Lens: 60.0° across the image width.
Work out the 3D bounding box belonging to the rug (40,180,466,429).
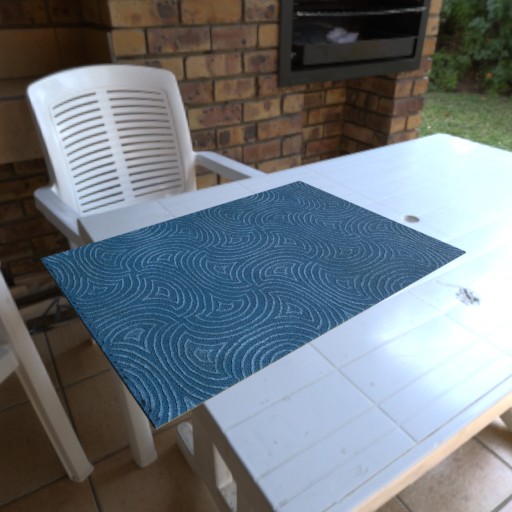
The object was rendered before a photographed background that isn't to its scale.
[{"bbox_3d":[0.000,0.000,2.744,2.144,0.015,1.543,-22,37,-32],"label":"rug"}]
